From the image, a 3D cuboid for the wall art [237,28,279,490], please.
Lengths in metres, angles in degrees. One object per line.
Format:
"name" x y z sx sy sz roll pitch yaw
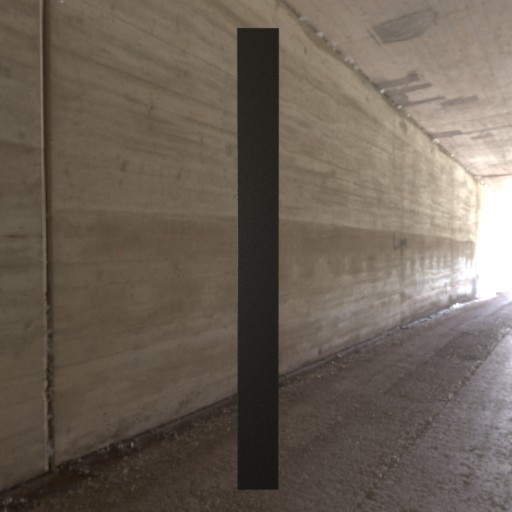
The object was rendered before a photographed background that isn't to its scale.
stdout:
"wall art" 0.000 0.000 0.469 0.029 0.318 0.327 0 1 0
